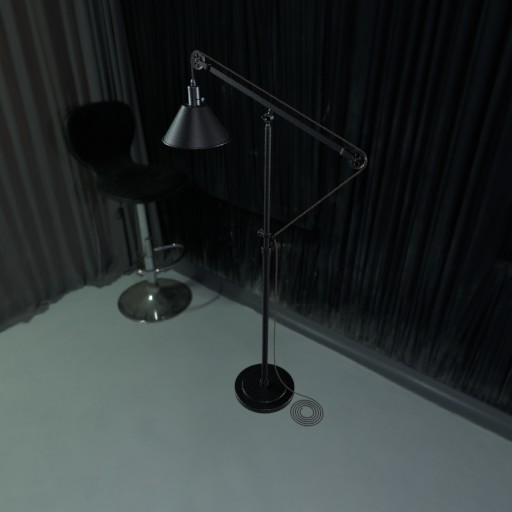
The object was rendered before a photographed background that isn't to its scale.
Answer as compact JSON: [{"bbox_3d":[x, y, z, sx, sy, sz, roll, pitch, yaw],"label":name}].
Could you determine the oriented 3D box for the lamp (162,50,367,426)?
[{"bbox_3d":[0.000,0.000,1.964,0.904,1.626,0.319,21,37,30],"label":"lamp"}]
